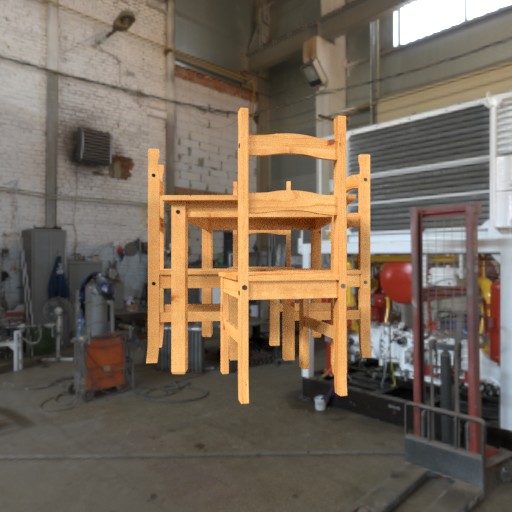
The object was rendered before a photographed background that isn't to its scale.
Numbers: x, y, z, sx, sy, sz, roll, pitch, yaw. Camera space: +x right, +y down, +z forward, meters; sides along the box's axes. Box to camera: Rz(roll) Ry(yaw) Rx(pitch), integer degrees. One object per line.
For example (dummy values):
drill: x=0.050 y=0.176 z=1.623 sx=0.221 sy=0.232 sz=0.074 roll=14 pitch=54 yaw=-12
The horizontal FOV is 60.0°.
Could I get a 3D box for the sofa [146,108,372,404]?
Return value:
sofa: x=0.000 y=0.000 z=2.252 sx=1.144 sy=1.000 sz=1.529 roll=0 pitch=0 yaw=1
